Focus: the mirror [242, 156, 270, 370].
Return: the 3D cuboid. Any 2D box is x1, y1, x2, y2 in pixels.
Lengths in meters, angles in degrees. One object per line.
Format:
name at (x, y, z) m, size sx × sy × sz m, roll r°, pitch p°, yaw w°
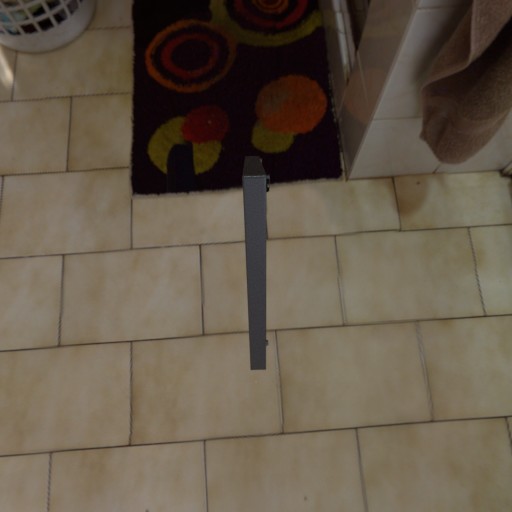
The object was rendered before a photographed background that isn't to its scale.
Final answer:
mirror at (0.000, 0.000, 0.841) m, size 0.032 × 0.679 × 0.419 m, roll -2°, pitch 74°, yaw 0°
